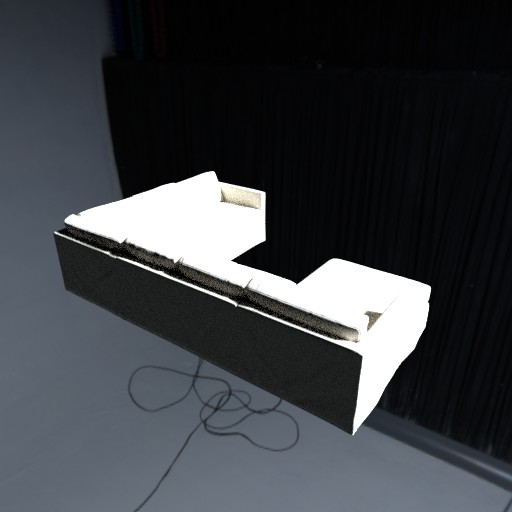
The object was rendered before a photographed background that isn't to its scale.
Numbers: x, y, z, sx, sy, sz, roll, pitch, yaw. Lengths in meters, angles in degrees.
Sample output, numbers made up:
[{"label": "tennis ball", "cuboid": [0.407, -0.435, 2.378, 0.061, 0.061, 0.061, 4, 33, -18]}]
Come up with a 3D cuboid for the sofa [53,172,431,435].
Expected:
[{"label": "sofa", "cuboid": [0.000, 0.000, 4.650, 3.464, 0.882, 2.448, 17, 30, 31]}]
